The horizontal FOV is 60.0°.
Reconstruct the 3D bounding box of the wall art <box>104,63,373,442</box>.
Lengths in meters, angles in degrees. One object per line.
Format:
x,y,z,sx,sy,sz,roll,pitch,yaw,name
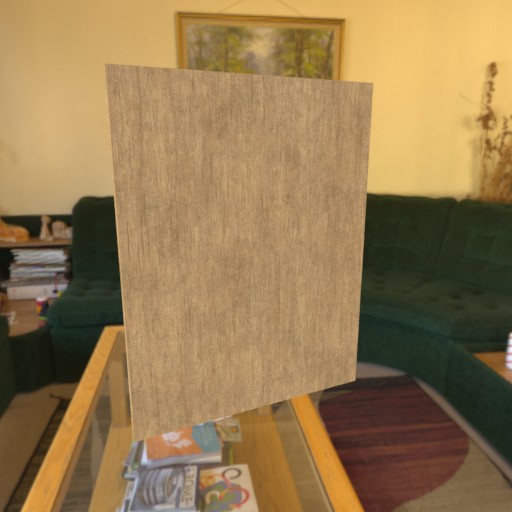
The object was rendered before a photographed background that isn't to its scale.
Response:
0.000,0.000,0.899,0.534,0.686,0.018,-7,16,-25,wall art
